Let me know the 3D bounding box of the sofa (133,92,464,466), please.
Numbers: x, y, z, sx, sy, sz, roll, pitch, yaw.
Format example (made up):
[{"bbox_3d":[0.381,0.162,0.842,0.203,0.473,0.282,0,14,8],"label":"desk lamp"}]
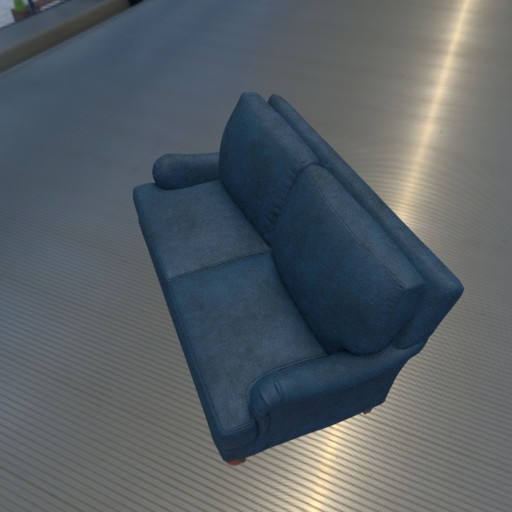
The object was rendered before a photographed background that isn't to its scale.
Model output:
[{"bbox_3d":[0.000,0.000,2.503,1.084,1.101,1.853,-17,48,-15],"label":"sofa"}]
